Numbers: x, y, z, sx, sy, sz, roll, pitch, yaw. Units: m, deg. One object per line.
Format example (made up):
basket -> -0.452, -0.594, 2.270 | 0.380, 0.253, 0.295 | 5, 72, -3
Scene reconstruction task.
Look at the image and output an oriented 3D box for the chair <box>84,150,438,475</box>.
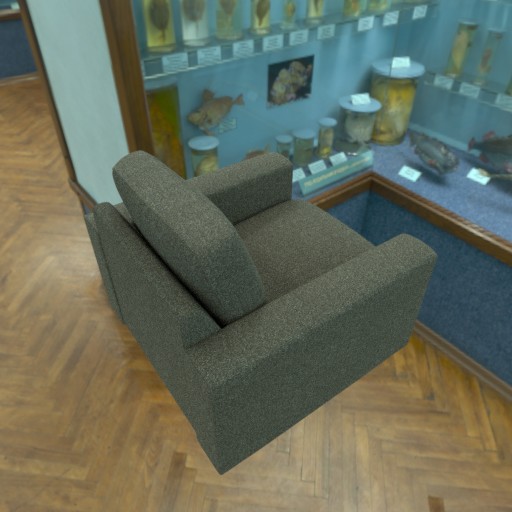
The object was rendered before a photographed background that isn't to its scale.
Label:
chair -> 0.000, 0.000, 1.789 | 1.016, 0.873, 1.005 | -25, 46, -26
